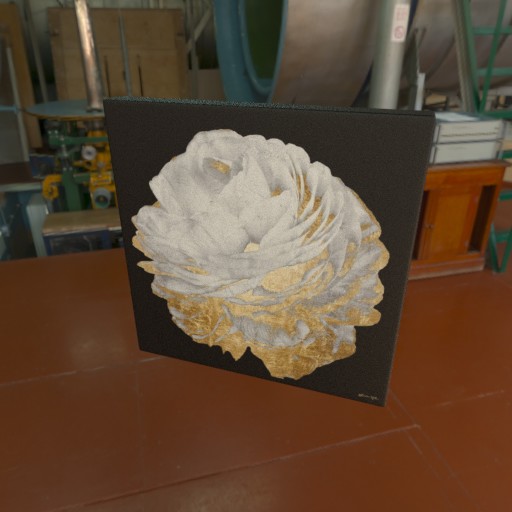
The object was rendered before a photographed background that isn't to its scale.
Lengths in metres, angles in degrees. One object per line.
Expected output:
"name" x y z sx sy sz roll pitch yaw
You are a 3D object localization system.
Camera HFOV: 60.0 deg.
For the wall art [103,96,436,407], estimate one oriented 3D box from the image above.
"wall art" 0.000 0.000 0.622 0.406 0.407 0.041 9 28 17
